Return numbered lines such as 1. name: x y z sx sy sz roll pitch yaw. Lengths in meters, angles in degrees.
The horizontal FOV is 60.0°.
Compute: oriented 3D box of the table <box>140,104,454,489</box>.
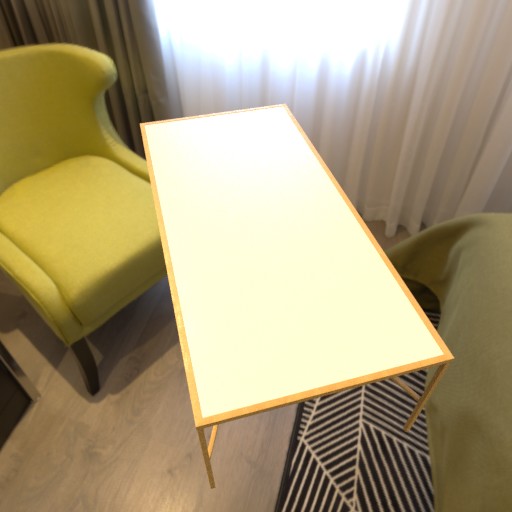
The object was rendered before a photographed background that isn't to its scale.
1. table: 0.000 0.000 1.475 0.580 0.398 1.206 -11 47 -11
